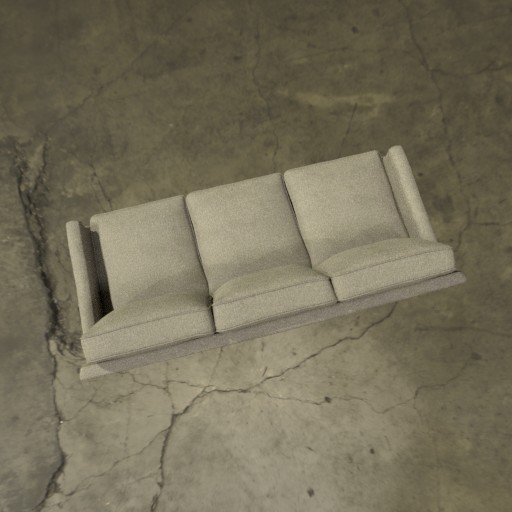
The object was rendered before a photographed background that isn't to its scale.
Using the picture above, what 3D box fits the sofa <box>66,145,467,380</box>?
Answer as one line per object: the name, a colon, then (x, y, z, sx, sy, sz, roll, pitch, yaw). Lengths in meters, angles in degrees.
sofa: (0.000, 0.000, 2.858, 2.246, 1.003, 1.084, -14, 75, -4)
